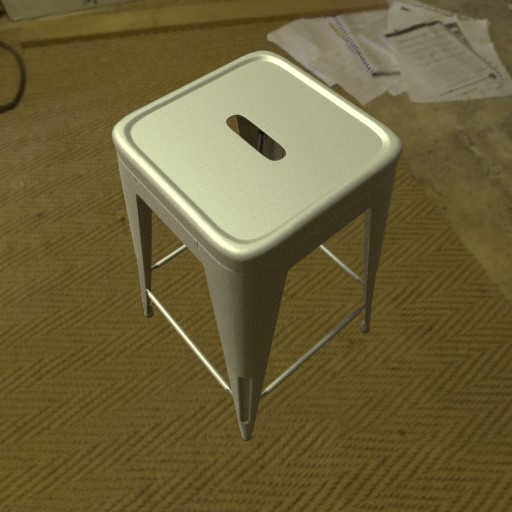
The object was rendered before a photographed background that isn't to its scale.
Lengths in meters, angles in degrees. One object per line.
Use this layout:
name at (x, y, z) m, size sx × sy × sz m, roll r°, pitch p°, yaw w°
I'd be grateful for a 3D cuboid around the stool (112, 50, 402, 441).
stool at (0.000, 0.000, 0.855) m, size 0.406 × 0.610 × 0.406 m, roll -36°, pitch 64°, yaw -21°
